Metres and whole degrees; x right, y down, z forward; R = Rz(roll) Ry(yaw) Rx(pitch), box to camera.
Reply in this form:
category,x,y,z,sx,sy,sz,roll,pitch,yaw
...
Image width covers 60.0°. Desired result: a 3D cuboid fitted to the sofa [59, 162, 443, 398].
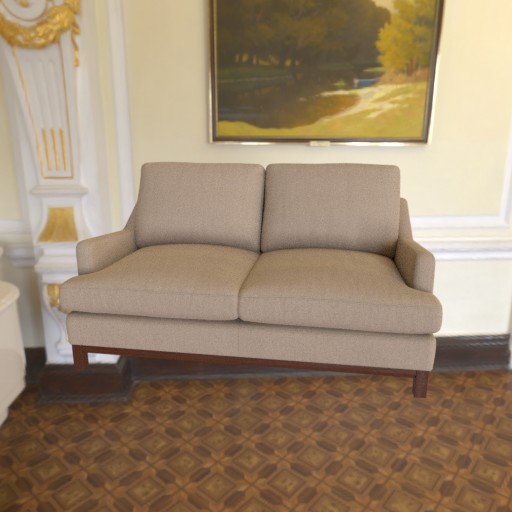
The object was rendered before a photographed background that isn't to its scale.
category,x,y,z,sx,sy,sz,roll,pitch,yaw
sofa,0.000,0.000,2.261,1.619,0.910,1.004,2,14,9
